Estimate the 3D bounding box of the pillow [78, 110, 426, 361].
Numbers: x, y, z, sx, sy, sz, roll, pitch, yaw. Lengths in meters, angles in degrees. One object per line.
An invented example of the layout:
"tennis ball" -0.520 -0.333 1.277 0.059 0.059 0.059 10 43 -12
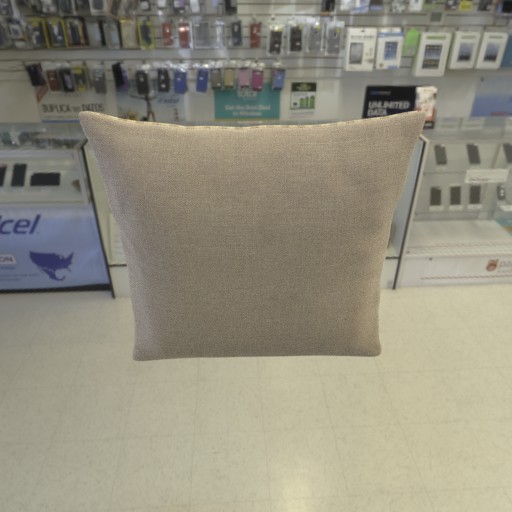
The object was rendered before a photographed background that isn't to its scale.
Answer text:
"pillow" 0.000 0.000 0.793 0.523 0.510 0.166 0 32 -1
